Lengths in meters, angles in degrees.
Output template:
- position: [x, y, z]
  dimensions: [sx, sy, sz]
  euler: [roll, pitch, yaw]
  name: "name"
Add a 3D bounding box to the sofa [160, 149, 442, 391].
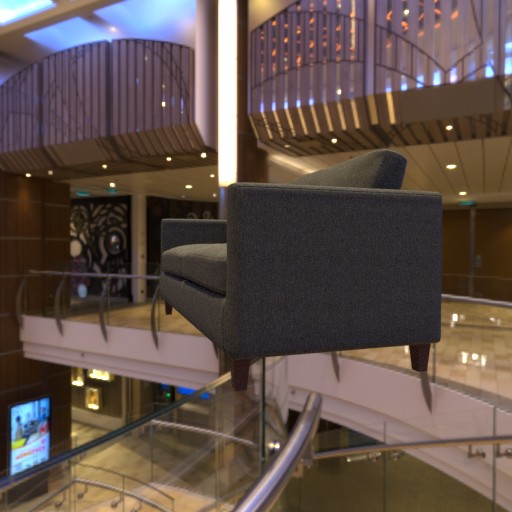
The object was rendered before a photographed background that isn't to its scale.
- position: [0.000, 0.000, 2.739]
  dimensions: [0.948, 0.965, 2.208]
  euler: [0, 1, -19]
  name: "sofa"
